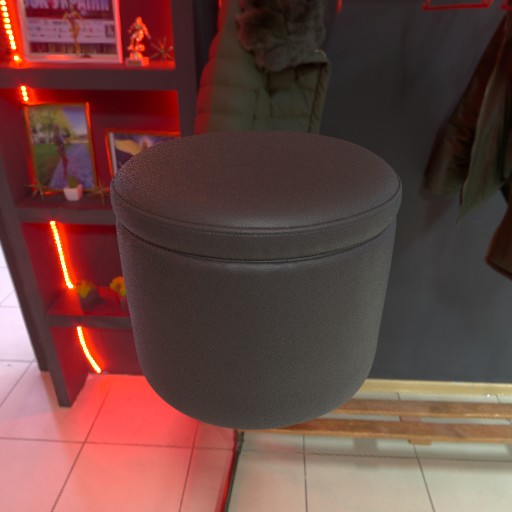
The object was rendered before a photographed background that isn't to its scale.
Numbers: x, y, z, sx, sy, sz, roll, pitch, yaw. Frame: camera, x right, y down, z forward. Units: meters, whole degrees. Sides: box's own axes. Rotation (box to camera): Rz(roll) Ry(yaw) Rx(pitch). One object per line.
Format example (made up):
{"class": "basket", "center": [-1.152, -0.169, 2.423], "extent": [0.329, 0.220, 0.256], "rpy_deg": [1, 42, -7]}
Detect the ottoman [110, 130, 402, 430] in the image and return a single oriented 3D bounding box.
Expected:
{"class": "ottoman", "center": [0.000, 0.000, 0.861], "extent": [0.500, 0.409, 0.500], "rpy_deg": [0, 28, 0]}
